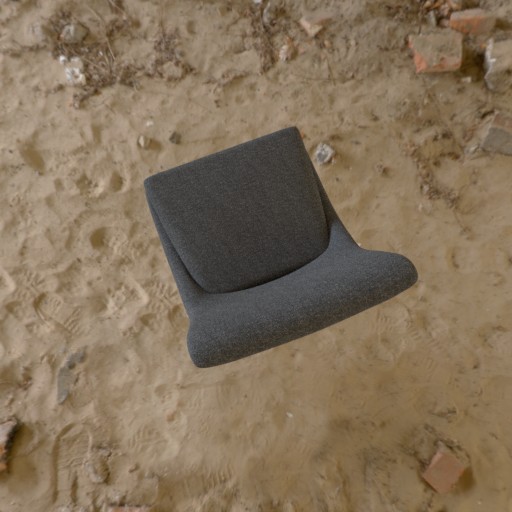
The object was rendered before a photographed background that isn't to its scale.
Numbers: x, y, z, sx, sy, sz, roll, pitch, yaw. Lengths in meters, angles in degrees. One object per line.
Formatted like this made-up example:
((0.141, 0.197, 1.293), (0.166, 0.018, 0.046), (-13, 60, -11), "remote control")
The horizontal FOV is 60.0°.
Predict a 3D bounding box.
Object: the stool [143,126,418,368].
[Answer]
((0.000, 0.000, 1.351), (0.489, 1.068, 0.572), (-21, 77, -5), "stool")
